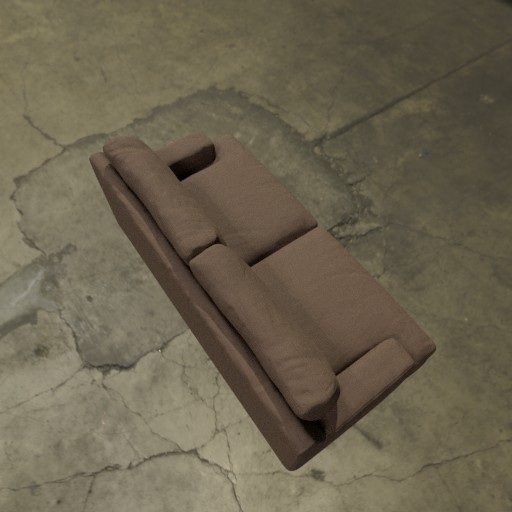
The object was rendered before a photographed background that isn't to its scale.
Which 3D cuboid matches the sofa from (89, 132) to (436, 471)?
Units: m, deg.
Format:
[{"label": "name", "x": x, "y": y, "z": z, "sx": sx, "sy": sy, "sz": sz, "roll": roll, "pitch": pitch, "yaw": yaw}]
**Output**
[{"label": "sofa", "x": 0.000, "y": 0.000, "z": 2.871, "sx": 1.140, "sy": 0.950, "sz": 2.274, "roll": -31, "pitch": 63, "yaw": -18}]
